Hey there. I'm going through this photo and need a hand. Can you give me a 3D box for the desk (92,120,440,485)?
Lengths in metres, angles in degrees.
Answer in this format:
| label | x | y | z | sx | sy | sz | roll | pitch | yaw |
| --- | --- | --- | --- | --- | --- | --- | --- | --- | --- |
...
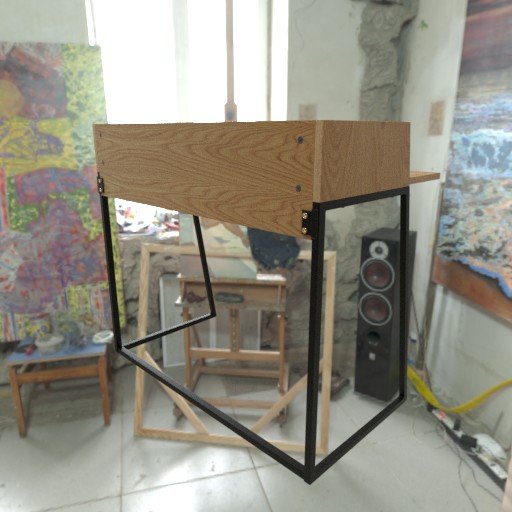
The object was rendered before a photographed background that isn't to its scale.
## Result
| label | x | y | z | sx | sy | sz | roll | pitch | yaw |
| --- | --- | --- | --- | --- | --- | --- | --- | --- | --- |
| desk | 0.000 | 0.000 | 1.852 | 1.191 | 1.061 | 0.769 | 15 | 22 | 43 |
